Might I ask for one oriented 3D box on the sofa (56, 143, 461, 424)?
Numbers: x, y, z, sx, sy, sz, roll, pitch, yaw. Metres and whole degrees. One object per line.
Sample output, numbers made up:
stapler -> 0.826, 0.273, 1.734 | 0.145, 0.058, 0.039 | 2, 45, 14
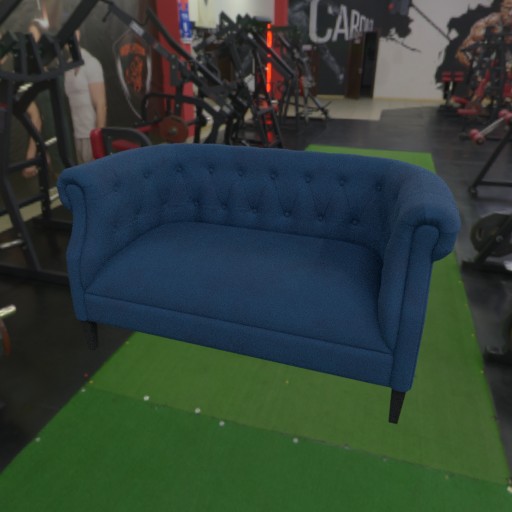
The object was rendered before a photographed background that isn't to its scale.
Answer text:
sofa -> 0.000, 0.000, 1.992 | 1.558, 0.827, 0.835 | 9, 27, 17
